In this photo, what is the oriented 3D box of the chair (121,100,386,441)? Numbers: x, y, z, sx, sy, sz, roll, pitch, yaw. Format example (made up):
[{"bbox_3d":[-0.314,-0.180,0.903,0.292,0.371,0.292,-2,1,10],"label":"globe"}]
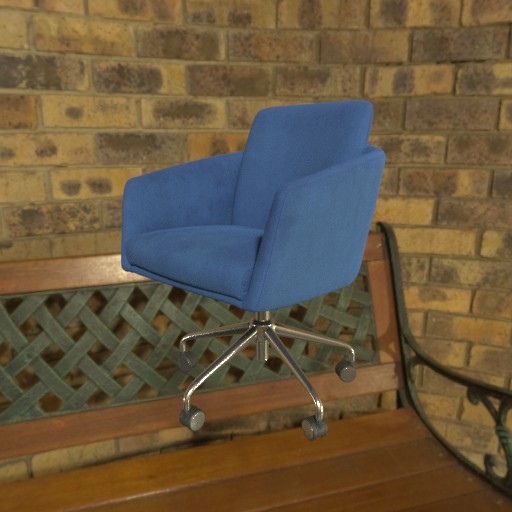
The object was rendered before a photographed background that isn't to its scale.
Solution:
[{"bbox_3d":[0.000,0.000,1.336,0.641,0.908,0.635,13,19,42],"label":"chair"}]
